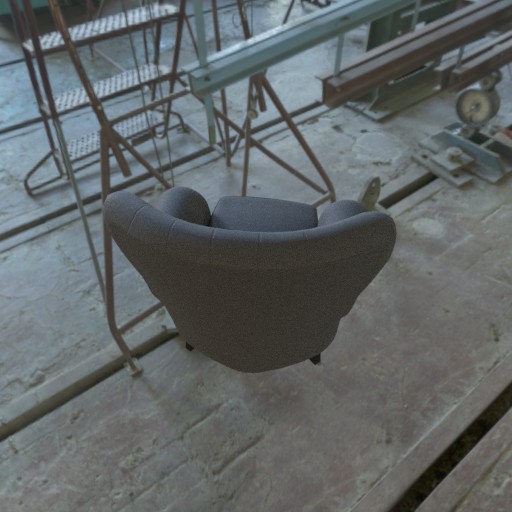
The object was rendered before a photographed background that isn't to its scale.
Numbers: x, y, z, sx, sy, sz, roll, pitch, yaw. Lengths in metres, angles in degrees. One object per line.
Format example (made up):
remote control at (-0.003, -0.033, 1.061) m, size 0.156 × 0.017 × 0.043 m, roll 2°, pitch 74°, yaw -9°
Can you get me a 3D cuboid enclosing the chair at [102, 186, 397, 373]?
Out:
chair at (0.000, 0.000, 1.872) m, size 0.983 × 1.046 × 0.983 m, roll 5°, pitch 47°, yaw 5°
